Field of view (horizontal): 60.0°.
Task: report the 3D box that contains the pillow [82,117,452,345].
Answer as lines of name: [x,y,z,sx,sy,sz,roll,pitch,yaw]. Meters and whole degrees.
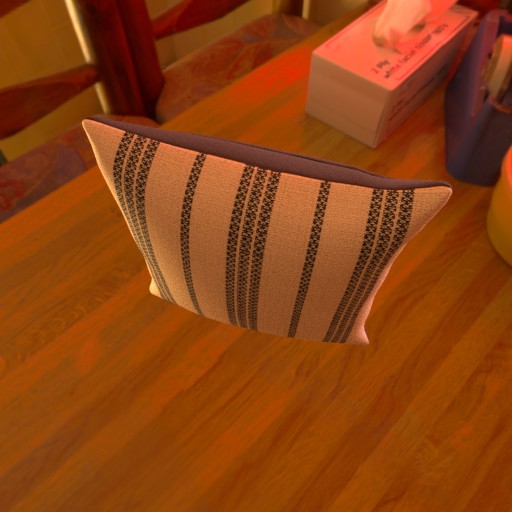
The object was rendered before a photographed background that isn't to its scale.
pillow: [0.000,0.000,0.632,0.405,0.406,0.173,13,58,8]
